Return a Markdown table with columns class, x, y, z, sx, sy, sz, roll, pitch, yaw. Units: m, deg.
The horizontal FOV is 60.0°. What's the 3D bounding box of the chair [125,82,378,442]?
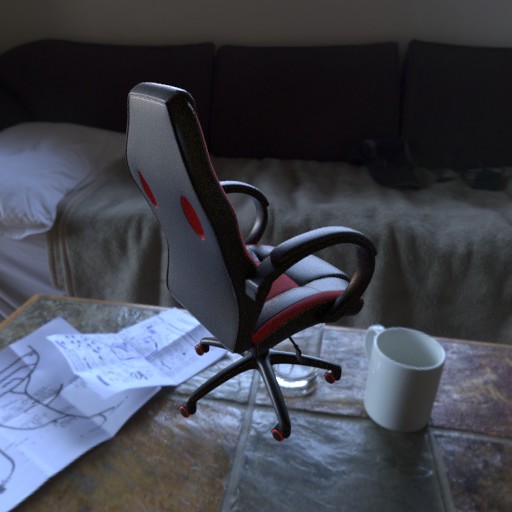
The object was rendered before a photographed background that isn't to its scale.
| class | x | y | z | sx | sy | sz | roll | pitch | yaw |
| --- | --- | --- | --- | --- | --- | --- | --- | --- | --- |
| chair | 0.000 | 0.000 | 1.596 | 0.724 | 1.187 | 0.673 | -17 | 31 | -31 |
